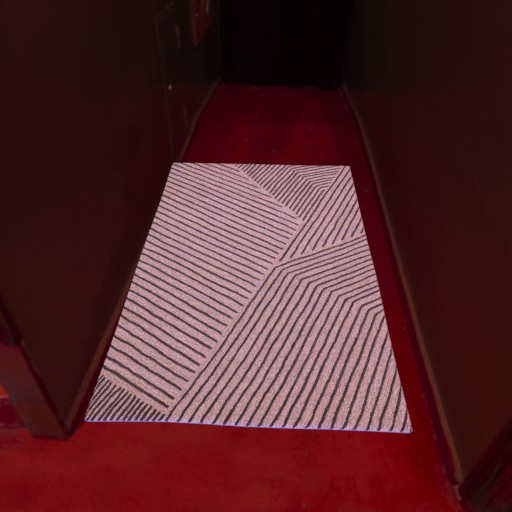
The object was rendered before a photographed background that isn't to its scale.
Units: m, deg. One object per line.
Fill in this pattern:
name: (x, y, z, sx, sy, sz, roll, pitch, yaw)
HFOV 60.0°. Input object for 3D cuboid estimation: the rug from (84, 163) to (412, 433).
rug: (0.000, 0.000, 2.963, 1.539, 0.023, 2.406, 1, 42, 2)
